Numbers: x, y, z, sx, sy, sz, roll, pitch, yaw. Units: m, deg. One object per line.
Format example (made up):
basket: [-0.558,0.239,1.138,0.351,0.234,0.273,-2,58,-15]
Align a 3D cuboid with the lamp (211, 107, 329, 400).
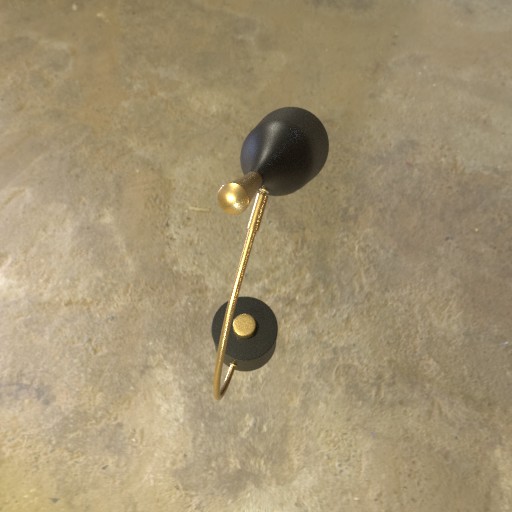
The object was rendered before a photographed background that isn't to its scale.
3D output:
lamp: [0.000,0.000,0.604,0.110,0.464,0.352,18,65,9]
